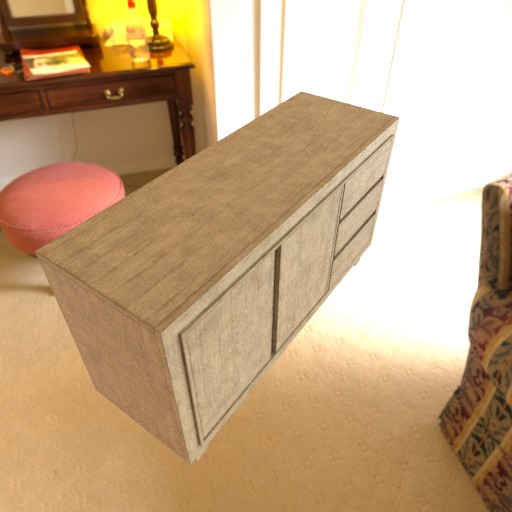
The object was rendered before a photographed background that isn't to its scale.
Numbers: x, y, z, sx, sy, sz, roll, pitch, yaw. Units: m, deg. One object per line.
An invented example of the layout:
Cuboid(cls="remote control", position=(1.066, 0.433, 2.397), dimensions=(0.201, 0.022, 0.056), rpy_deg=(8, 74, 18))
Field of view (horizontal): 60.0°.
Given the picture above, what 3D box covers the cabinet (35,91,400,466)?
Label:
Cuboid(cls="cabinet", position=(0.000, 0.000, 1.873), dimensions=(0.511, 0.825, 1.460), rpy_deg=(26, 48, 26))
